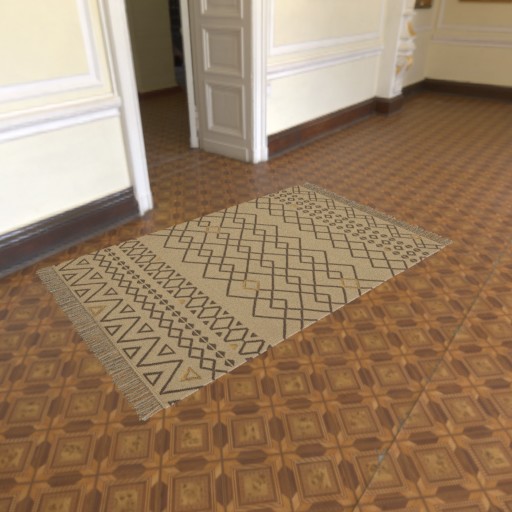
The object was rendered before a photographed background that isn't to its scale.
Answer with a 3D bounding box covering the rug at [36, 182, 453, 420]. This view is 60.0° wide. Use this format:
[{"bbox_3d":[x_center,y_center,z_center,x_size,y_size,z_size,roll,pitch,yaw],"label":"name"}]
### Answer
[{"bbox_3d":[0.000,0.000,3.013,2.472,0.035,1.495,-23,38,-33],"label":"rug"}]
